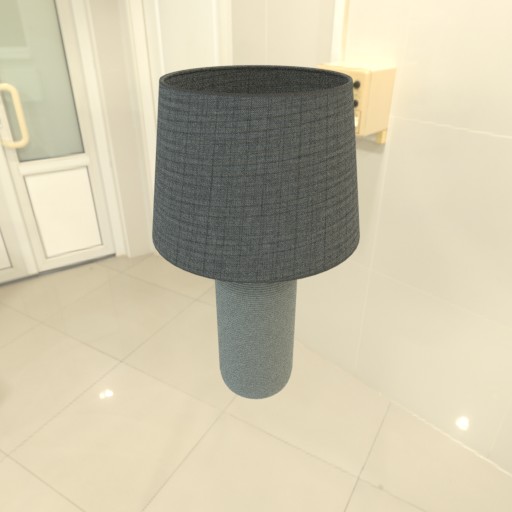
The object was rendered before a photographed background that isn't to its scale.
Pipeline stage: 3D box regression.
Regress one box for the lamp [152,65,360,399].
[{"bbox_3d":[0.000,0.000,0.567,0.251,0.429,0.251,0,30,0],"label":"lamp"}]
